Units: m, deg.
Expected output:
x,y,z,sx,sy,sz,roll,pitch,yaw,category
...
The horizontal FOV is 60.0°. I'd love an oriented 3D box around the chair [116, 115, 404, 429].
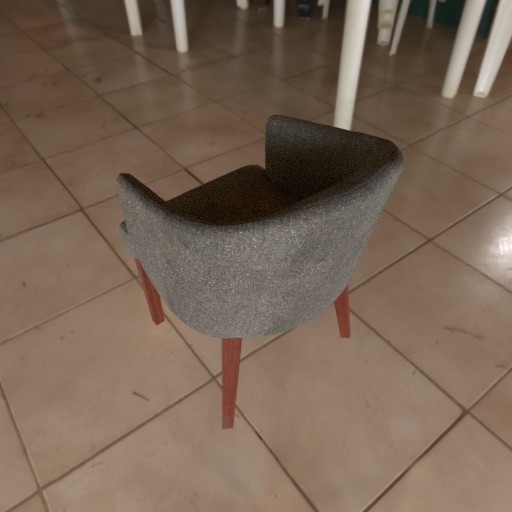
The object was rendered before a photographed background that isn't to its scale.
x,y,z,sx,sy,sz,roll,pitch,yaw,category
0.000,0.000,1.262,0.583,0.811,0.655,-29,51,-27,chair
